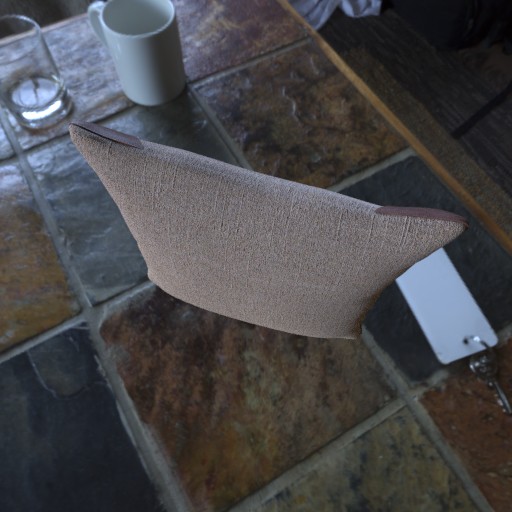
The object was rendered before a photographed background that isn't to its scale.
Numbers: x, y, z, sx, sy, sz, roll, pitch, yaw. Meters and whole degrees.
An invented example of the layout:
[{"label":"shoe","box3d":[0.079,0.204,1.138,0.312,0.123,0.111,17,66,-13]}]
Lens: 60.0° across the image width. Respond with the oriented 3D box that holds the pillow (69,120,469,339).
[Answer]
[{"label":"pillow","box3d":[0.000,0.000,0.659,0.437,0.448,0.147,14,66,7]}]
